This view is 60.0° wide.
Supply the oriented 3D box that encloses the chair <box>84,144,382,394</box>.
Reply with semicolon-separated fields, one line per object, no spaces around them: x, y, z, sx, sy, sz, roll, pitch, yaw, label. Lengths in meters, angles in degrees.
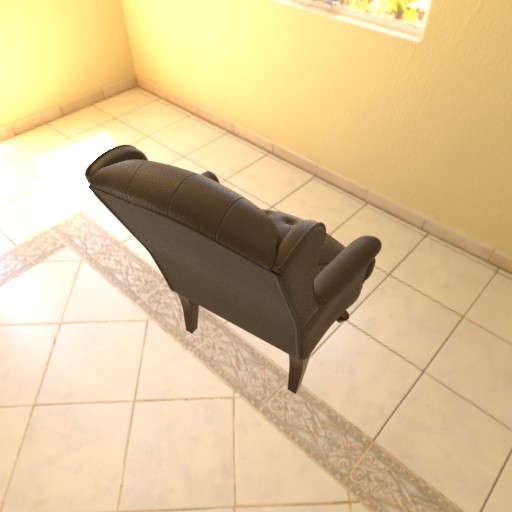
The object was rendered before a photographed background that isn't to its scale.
0.000;0.000;1.732;0.829;1.132;0.819;25;51;22;chair
